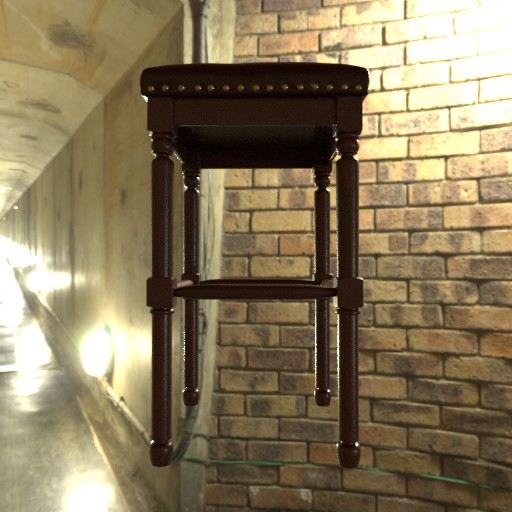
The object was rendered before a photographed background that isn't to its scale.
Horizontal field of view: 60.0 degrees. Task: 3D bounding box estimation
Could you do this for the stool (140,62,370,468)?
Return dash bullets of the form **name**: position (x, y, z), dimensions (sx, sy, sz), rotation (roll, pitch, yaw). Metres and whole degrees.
- **stool**: position (0.000, 0.000, 0.908), dimensions (0.382, 0.702, 0.383), rotation (0, -1, 1)
